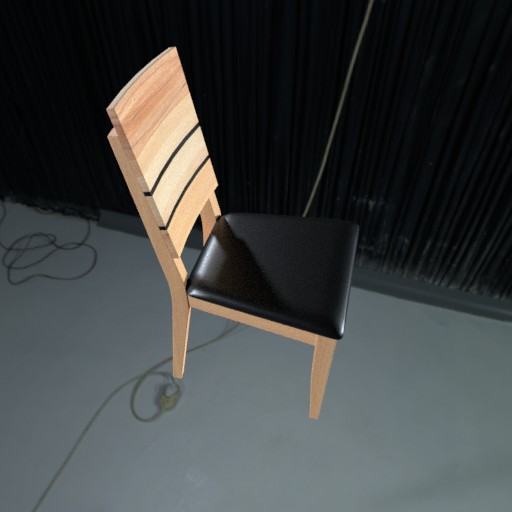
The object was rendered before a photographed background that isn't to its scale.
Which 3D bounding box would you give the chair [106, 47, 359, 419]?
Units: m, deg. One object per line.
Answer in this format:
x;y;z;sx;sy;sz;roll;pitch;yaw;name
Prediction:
0.000;0.000;1.196;0.520;0.940;0.410;11;47;10;chair
